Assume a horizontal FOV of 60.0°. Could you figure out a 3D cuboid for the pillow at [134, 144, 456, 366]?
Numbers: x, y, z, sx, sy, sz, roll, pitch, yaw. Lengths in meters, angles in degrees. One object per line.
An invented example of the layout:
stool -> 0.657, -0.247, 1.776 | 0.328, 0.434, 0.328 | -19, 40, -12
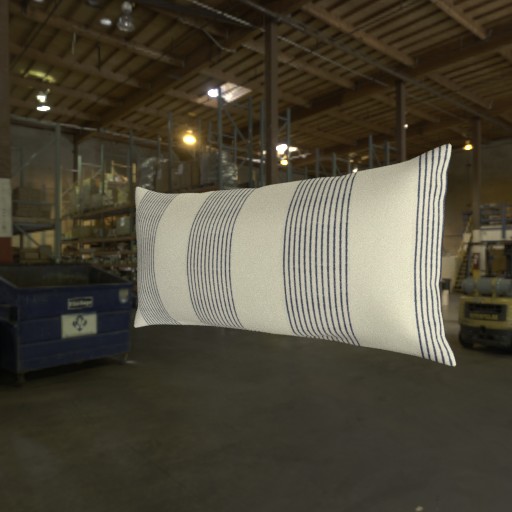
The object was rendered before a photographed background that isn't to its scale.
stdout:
pillow -> 0.000, 0.000, 0.728 | 0.610, 0.287, 0.151 | 0, -1, 36
